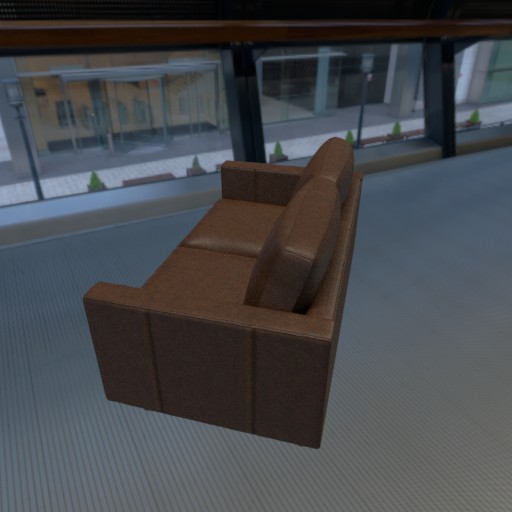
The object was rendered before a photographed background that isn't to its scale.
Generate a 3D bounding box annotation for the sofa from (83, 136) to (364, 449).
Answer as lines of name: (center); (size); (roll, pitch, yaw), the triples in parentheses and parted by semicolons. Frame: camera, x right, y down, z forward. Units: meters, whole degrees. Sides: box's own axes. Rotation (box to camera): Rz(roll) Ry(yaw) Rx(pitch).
sofa: (0.000, 0.000, 2.209); (0.909, 0.951, 1.578); (8, 31, 13)
